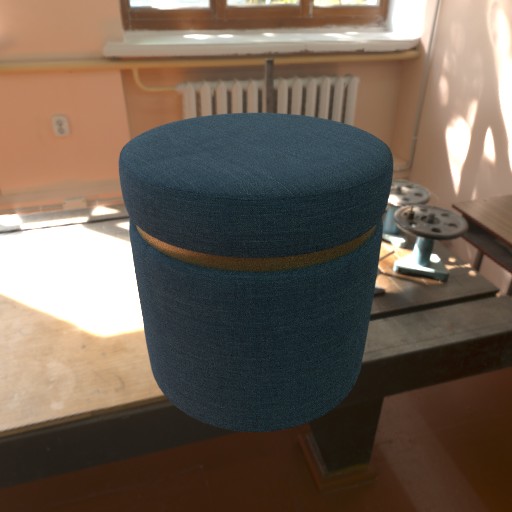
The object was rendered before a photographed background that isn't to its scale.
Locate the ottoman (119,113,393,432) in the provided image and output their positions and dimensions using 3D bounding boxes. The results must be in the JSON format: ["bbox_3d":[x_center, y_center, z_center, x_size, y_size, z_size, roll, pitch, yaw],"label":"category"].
[{"bbox_3d":[0.000,0.000,0.746,0.398,0.406,0.398,0,31,0],"label":"ottoman"}]
